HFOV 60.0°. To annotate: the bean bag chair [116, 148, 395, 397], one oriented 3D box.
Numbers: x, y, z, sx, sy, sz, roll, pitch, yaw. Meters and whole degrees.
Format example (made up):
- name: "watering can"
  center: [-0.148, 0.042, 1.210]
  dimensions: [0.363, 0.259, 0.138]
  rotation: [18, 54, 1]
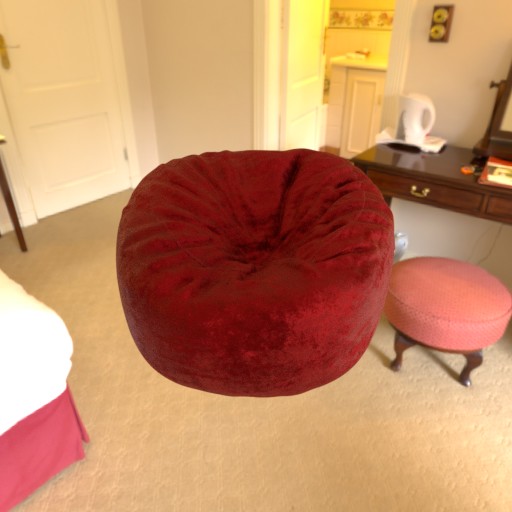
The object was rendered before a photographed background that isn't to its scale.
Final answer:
- name: "bean bag chair"
  center: [0.000, 0.000, 2.424]
  dimensions: [1.524, 0.878, 1.524]
  rotation: [0, 30, 1]
